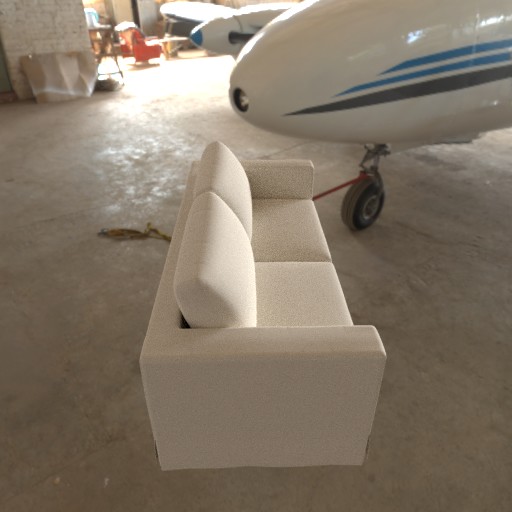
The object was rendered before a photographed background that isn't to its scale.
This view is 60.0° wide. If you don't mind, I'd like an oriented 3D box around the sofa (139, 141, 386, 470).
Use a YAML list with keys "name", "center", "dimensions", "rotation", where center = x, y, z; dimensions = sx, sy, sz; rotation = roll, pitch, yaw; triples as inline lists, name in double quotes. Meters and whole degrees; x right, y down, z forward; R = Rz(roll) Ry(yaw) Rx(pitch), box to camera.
- name: "sofa"
  center: [0.000, 0.000, 2.661]
  dimensions: [0.954, 0.881, 2.163]
  rotation: [-1, 32, -1]
